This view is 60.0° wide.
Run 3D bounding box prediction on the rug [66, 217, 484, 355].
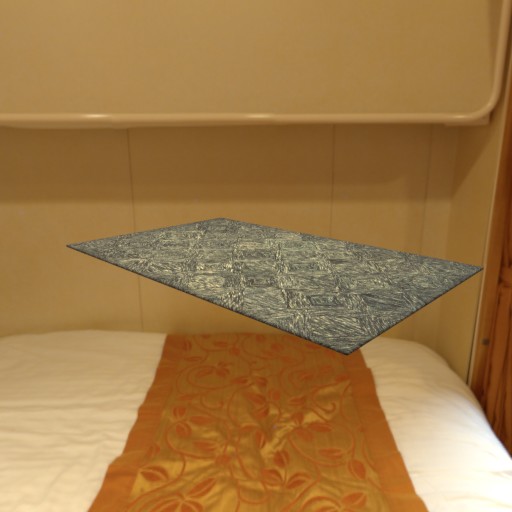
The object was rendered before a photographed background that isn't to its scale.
[{"bbox_3d":[0.000,0.000,2.891,2.330,0.017,1.478,14,21,42],"label":"rug"}]
